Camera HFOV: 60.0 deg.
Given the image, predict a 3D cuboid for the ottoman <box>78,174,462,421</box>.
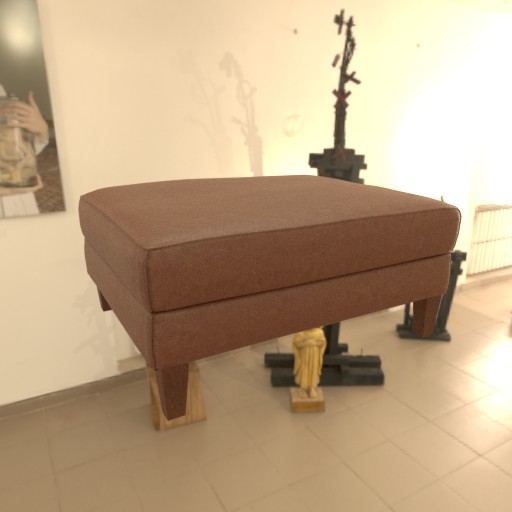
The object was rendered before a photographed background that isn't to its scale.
[{"bbox_3d":[0.000,0.000,1.478,0.987,0.472,0.836,-9,19,-28],"label":"ottoman"}]
